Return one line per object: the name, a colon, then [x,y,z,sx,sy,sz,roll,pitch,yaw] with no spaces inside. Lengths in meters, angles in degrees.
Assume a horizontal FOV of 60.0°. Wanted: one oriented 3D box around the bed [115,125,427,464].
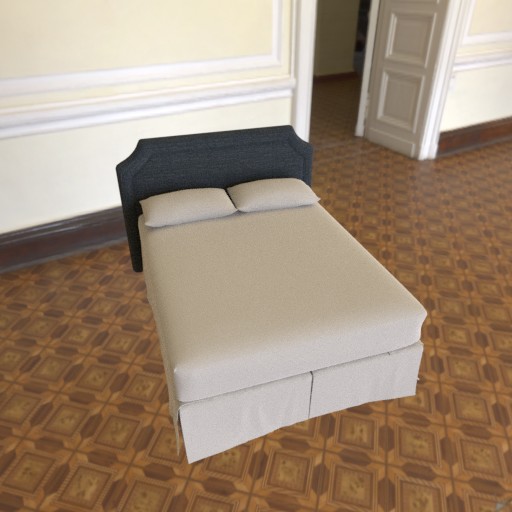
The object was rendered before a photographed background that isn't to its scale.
bed: [0.000,0.000,3.370,1.828,1.297,2.208,-10,34,-15]
